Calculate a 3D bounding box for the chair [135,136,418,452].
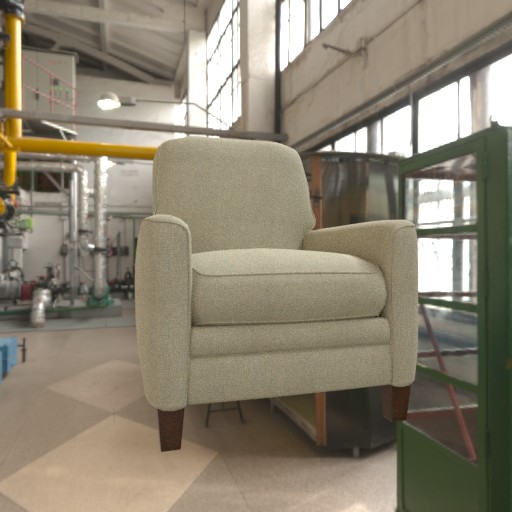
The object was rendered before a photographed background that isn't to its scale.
[{"bbox_3d":[0.000,0.000,1.613,0.850,1.006,0.853,0,1,-17],"label":"chair"}]
